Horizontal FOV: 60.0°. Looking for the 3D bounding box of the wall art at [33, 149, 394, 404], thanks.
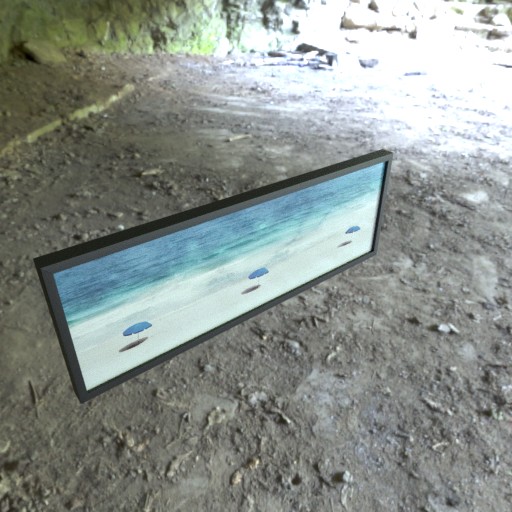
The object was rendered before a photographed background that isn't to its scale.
[{"bbox_3d":[0.000,0.000,0.986,0.860,0.303,0.037,-23,38,-32],"label":"wall art"}]
